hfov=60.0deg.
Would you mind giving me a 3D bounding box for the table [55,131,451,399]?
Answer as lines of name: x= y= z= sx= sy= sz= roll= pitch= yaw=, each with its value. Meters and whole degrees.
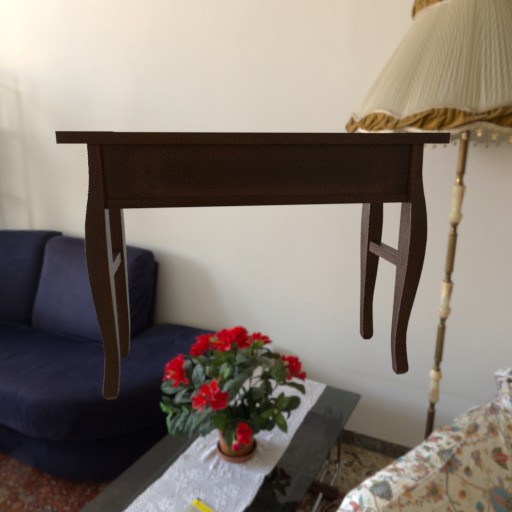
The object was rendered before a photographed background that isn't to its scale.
table: x=0.000 y=0.000 z=1.439 sx=1.062 sy=0.768 sz=0.373 roll=-2 pitch=14 yaw=-9
